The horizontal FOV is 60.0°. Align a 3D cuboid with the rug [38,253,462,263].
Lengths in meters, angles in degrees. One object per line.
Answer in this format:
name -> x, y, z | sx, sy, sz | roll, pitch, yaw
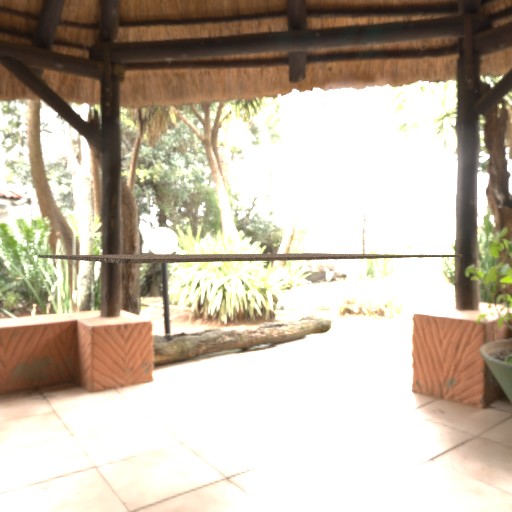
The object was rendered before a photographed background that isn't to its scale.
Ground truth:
rug -> 0.000, 0.000, 2.286 | 1.832, 0.016, 1.224 | -1, 1, -37
